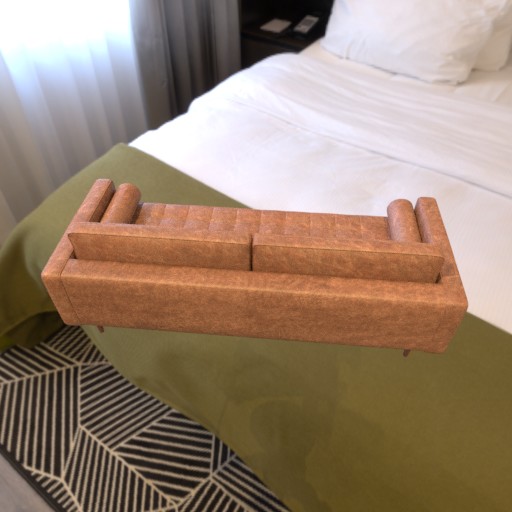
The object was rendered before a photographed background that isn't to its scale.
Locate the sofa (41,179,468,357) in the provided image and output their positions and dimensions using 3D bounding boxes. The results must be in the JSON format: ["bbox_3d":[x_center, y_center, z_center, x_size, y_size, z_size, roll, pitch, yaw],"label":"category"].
[{"bbox_3d":[0.000,0.000,2.697,2.210,0.762,0.914,4,46,4],"label":"sofa"}]
